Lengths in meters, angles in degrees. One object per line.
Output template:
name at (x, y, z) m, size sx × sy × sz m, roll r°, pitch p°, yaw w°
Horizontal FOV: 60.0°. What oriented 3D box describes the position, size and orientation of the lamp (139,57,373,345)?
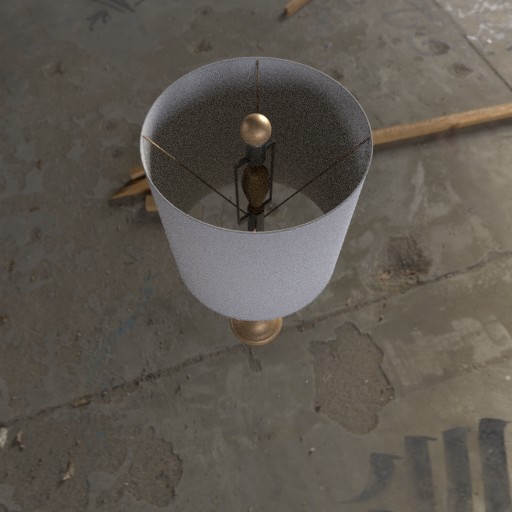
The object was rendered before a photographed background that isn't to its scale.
lamp at (0.000, 0.000, 0.720) m, size 0.250 × 0.597 × 0.250 m, roll 1°, pitch 62°, yaw 0°
